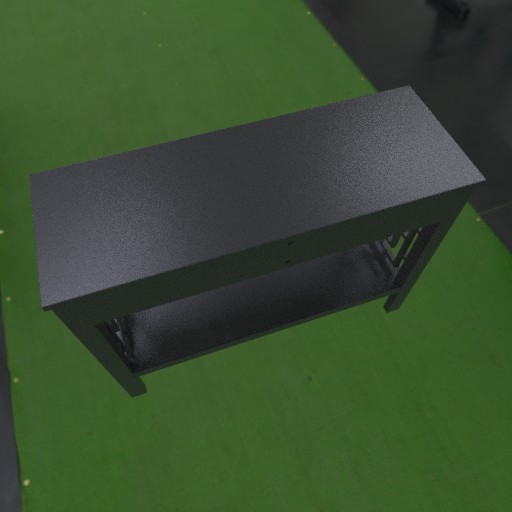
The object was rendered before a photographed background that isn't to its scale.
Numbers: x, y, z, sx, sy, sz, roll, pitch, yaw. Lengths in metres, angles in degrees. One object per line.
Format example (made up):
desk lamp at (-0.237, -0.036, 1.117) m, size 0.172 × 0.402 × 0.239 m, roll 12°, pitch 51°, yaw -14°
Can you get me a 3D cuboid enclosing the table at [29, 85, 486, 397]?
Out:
table at (0.000, 0.000, 1.420) m, size 1.068 × 0.753 × 0.397 m, roll -16°, pitch 59°, yaw -10°
